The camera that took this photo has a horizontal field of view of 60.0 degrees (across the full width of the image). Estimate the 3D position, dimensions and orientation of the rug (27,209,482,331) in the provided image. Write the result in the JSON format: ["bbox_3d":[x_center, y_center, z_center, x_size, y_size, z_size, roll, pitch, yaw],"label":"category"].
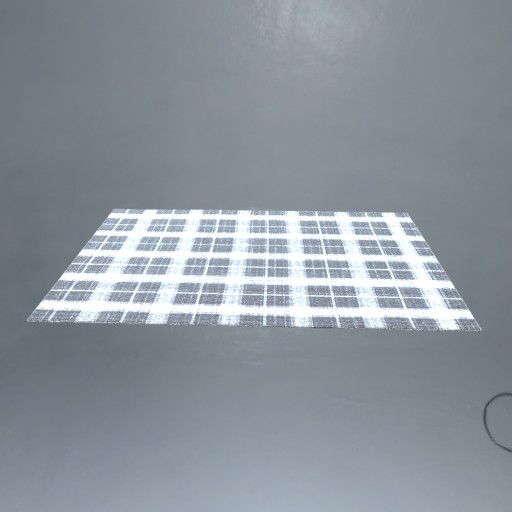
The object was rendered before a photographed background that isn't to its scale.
[{"bbox_3d":[0.000,0.000,3.014,2.434,0.015,1.520,1,30,2],"label":"rug"}]
